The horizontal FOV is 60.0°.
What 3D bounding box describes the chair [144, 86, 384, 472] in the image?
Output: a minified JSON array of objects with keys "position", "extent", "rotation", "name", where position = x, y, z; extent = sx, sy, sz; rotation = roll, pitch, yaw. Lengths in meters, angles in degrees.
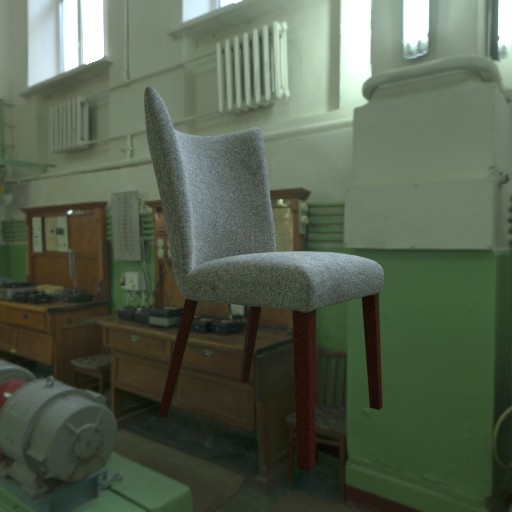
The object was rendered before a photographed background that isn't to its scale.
[{"position":[0.000,0.000,1.322],"extent":[0.623,0.924,0.535],"rotation":[1,2,35],"name":"chair"}]
